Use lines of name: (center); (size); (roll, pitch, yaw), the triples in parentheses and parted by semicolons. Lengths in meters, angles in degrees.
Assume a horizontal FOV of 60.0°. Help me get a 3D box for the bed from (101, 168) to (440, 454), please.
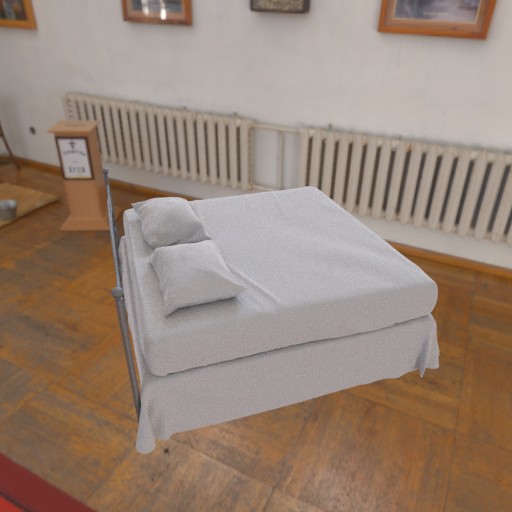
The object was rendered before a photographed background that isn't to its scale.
bed: (0.000, 0.000, 3.578); (2.220, 1.080, 2.309); (-9, 31, -16)
